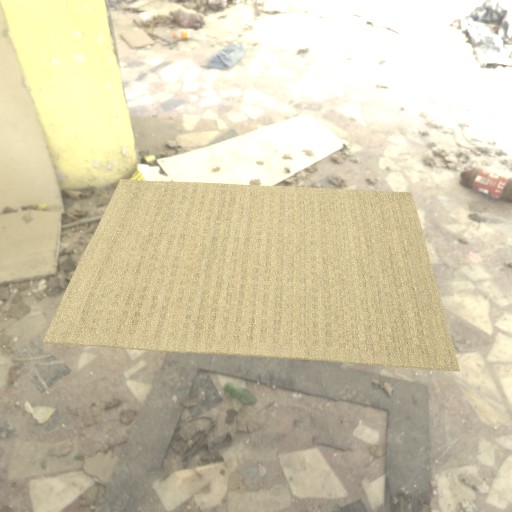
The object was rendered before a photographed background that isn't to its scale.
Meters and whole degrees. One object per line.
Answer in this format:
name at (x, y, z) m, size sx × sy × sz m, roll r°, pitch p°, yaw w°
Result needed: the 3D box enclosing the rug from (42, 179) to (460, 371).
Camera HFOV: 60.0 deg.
rug at (0.000, 0.000, 2.949) m, size 2.297 × 0.018 × 1.532 m, roll 3°, pitch 46°, yaw 3°
